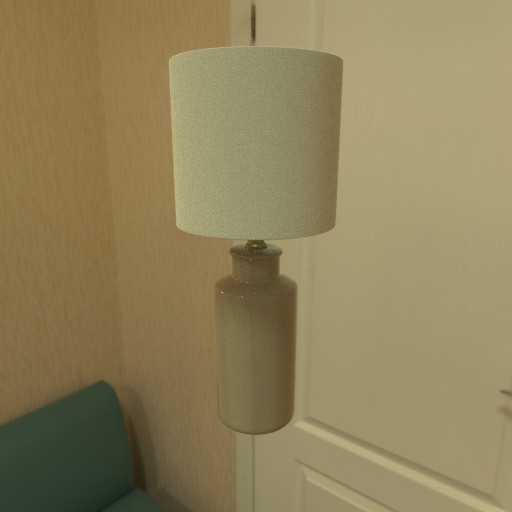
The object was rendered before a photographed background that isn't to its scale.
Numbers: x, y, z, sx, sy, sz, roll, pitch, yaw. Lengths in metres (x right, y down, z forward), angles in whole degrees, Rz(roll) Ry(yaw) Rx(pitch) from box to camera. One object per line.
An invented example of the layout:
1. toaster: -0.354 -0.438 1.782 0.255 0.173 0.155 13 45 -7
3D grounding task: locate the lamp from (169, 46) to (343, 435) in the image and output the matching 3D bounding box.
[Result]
1. lamp: 0.000 0.000 0.611 0.212 0.493 0.212 2 15 9
